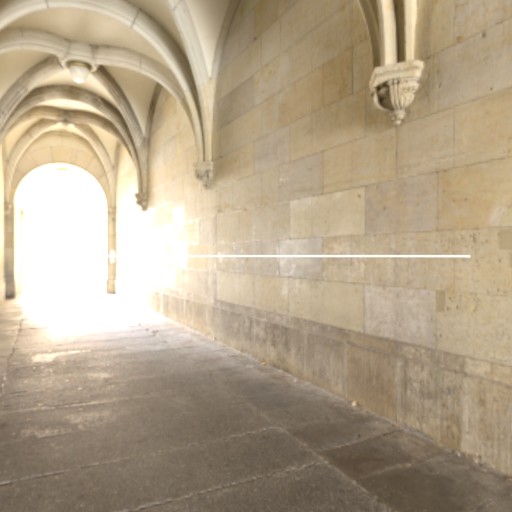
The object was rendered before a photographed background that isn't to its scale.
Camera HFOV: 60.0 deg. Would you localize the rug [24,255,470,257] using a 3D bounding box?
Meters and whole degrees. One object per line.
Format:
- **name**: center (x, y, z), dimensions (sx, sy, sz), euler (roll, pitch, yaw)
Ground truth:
- **rug**: center (0.000, 0.000, 2.987), dimensions (2.440, 0.008, 1.524), euler (0, 0, 19)
